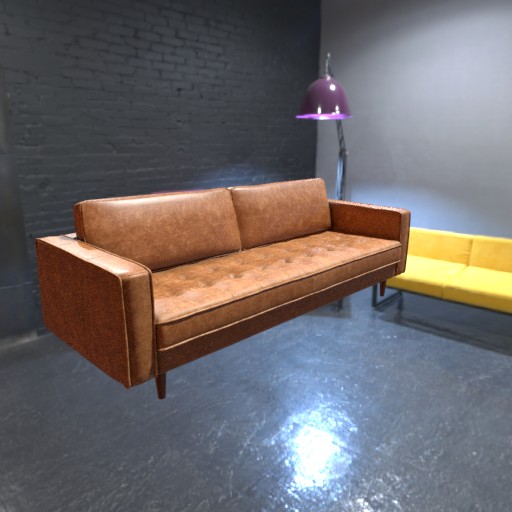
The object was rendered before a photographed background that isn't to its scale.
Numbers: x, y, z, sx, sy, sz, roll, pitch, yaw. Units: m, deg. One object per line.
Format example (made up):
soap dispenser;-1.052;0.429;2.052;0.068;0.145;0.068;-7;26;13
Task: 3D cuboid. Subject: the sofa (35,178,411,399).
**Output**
sofa;0.000;0.000;2.617;2.199;0.779;0.886;-14;20;-43
